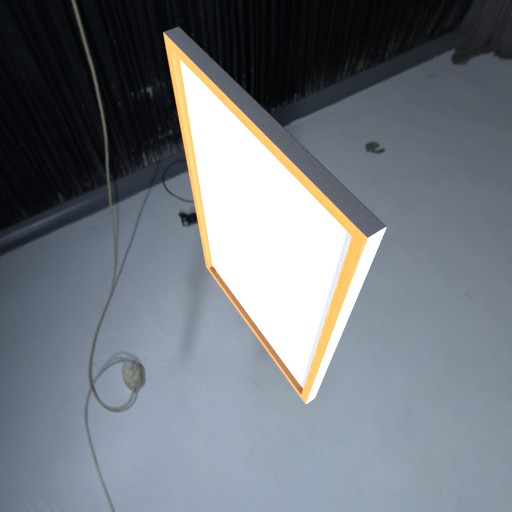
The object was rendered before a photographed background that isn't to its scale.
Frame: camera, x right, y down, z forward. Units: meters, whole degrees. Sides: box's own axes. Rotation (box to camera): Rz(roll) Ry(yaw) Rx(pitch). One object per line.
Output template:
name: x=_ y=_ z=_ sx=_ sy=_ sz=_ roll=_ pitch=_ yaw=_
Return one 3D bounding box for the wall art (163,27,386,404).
wall art: x=0.000 y=0.000 z=0.761 sx=0.025 sy=0.608 sz=0.405 roll=-30 pitch=62 yaw=-18
